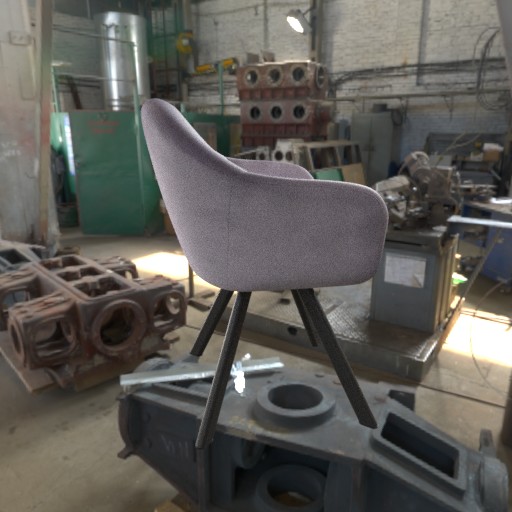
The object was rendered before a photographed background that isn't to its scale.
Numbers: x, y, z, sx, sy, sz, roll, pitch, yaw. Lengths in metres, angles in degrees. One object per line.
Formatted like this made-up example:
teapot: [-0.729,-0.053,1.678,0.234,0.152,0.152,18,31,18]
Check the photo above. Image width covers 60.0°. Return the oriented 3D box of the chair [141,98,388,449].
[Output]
chair: [0.000,0.000,1.171,0.540,0.780,0.570,-3,16,-9]
